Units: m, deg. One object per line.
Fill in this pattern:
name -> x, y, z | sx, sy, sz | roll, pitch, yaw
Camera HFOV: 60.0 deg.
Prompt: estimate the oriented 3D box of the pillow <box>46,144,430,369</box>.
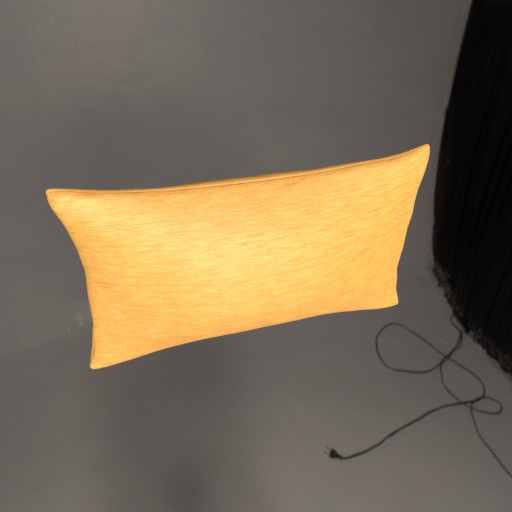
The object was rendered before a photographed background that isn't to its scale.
pillow -> 0.000, 0.000, 0.796 | 0.634, 0.354, 0.210 | -9, 34, -14
